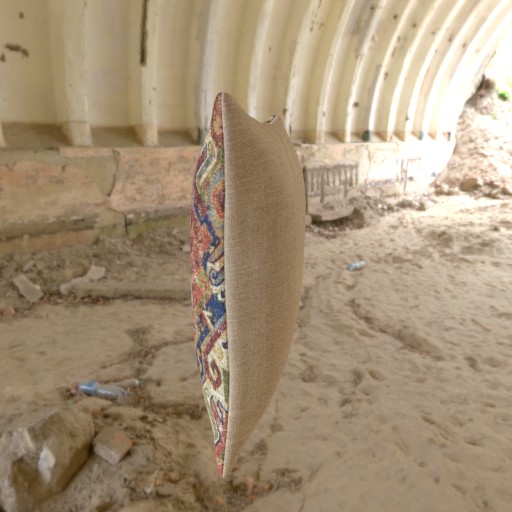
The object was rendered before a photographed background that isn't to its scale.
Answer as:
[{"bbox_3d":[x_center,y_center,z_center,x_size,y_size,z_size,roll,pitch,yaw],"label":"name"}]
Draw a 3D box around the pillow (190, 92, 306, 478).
[{"bbox_3d":[0.000,0.000,0.793,0.166,0.506,0.523,2,15,9],"label":"pillow"}]
